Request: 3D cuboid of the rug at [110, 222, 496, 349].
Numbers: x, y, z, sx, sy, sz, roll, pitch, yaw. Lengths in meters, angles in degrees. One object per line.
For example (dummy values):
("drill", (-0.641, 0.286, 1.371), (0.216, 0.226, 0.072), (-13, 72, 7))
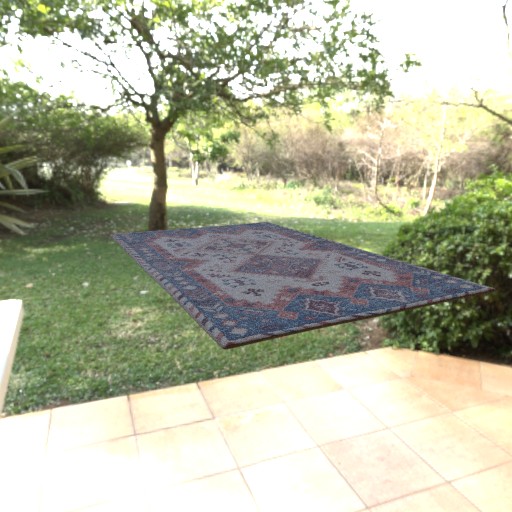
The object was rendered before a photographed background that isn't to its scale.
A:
("rug", (0.000, 0.000, 3.000), (1.521, 0.023, 2.464), (-7, 15, -26))
